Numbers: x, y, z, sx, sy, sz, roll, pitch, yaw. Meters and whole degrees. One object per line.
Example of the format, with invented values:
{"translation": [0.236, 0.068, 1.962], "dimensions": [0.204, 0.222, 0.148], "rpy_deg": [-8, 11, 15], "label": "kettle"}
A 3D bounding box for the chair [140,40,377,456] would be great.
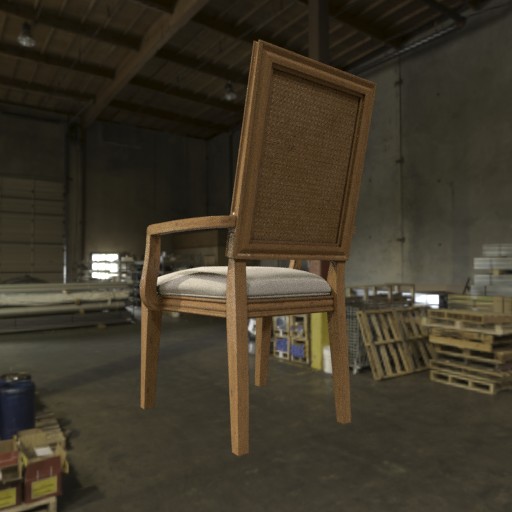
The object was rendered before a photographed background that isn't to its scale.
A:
{"translation": [0.000, 0.000, 1.373], "dimensions": [0.606, 0.990, 0.602], "rpy_deg": [1, -2, -36], "label": "chair"}
